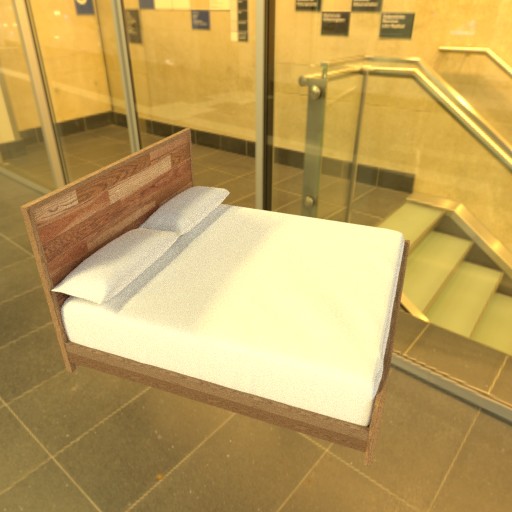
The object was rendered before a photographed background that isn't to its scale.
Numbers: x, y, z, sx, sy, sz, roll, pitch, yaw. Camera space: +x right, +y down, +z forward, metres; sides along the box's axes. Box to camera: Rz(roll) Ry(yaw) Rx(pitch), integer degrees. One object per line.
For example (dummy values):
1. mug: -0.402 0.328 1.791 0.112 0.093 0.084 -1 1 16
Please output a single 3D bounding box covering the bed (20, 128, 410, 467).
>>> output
1. bed: 0.000 0.000 3.391 2.184 1.295 2.013 11 31 18
